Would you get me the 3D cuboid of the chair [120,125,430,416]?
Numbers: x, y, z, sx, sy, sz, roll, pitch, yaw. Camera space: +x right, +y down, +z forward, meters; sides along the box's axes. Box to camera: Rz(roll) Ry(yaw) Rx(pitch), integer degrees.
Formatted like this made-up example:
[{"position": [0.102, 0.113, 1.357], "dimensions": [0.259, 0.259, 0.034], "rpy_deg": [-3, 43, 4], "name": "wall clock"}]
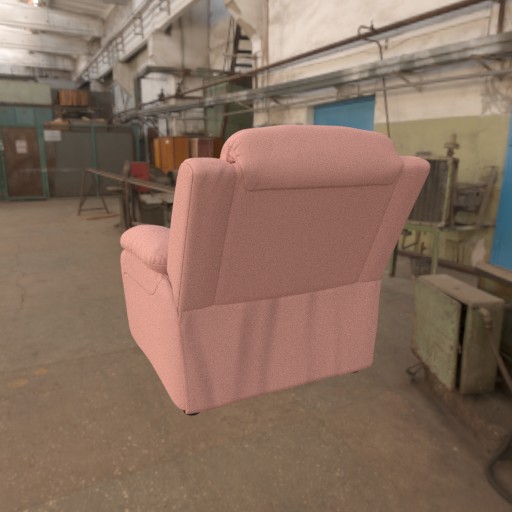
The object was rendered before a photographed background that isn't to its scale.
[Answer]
[{"position": [0.000, 0.000, 1.283], "dimensions": [0.680, 0.702, 0.709], "rpy_deg": [-6, 15, -25], "name": "chair"}]
